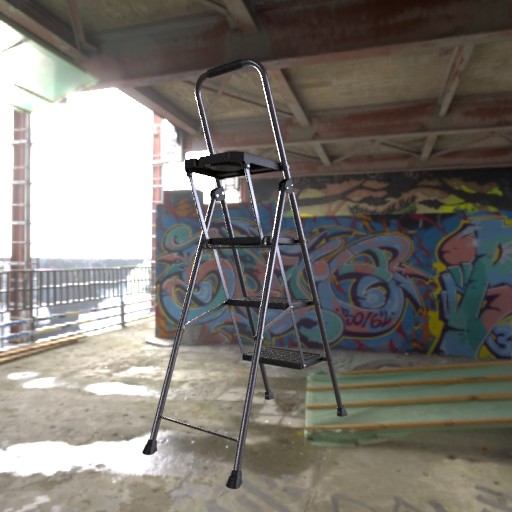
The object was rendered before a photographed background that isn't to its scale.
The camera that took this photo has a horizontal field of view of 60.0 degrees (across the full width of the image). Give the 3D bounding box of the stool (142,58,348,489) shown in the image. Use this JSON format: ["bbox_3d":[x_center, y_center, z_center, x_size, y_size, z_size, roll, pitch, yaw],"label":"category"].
[{"bbox_3d":[0.000,0.000,1.617,0.396,1.277,0.733,0,0,36],"label":"stool"}]
